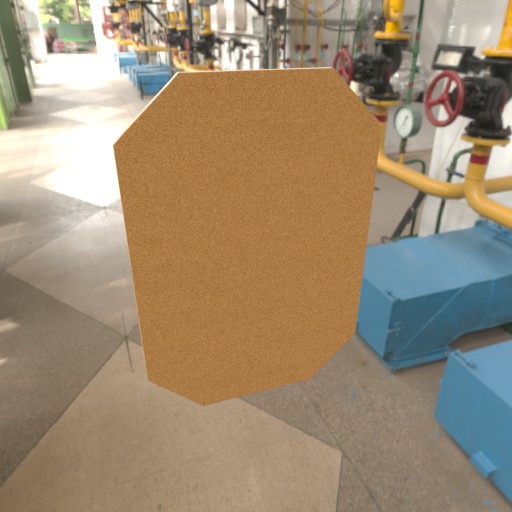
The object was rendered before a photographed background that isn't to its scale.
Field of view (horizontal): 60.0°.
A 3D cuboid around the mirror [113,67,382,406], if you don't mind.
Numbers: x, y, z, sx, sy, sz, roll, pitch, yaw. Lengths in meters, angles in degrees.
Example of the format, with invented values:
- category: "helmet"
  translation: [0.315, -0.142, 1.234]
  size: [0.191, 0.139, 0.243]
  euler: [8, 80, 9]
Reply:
- category: "mirror"
  translation: [0.000, 0.000, 1.302]
  size: [0.709, 1.015, 0.061]
  euler: [-9, 29, -17]
